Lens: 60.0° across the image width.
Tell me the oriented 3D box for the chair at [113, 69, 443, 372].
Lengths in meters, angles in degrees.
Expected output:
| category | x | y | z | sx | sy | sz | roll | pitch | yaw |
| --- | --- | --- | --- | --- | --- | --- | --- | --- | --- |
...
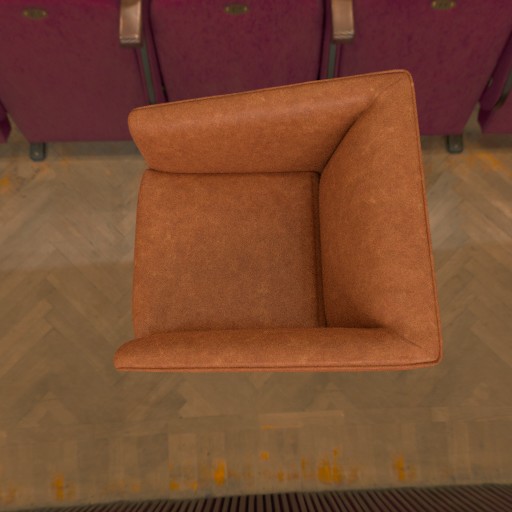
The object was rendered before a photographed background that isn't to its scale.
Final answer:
| category | x | y | z | sx | sy | sz | roll | pitch | yaw |
| --- | --- | --- | --- | --- | --- | --- | --- | --- | --- |
| chair | 0.000 | 0.000 | 1.173 | 0.625 | 0.760 | 0.588 | -1 | 76 | 0 |
